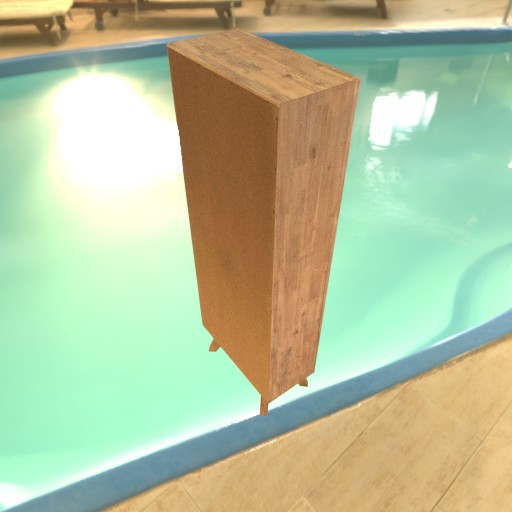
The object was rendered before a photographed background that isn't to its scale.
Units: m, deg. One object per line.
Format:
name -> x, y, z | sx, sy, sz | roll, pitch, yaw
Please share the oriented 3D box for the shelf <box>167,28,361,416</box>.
shelf -> 0.000, 0.000, 1.570 | 0.267, 1.342, 0.491 | -27, 49, -26
